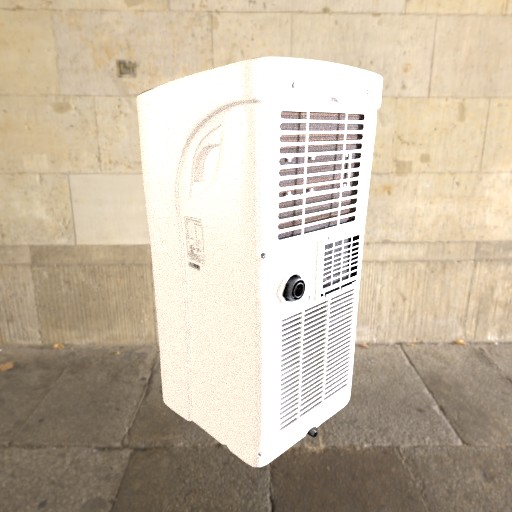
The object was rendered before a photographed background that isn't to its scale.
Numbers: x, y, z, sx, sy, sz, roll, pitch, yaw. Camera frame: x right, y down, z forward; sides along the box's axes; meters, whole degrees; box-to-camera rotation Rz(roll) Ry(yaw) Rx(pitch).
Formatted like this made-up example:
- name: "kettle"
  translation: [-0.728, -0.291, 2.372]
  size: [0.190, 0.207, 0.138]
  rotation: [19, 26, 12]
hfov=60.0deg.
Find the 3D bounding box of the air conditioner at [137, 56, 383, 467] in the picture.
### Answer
- name: "air conditioner"
  translation: [0.000, 0.000, 0.924]
  size: [0.369, 0.716, 0.352]
  rotation: [15, 22, 43]
